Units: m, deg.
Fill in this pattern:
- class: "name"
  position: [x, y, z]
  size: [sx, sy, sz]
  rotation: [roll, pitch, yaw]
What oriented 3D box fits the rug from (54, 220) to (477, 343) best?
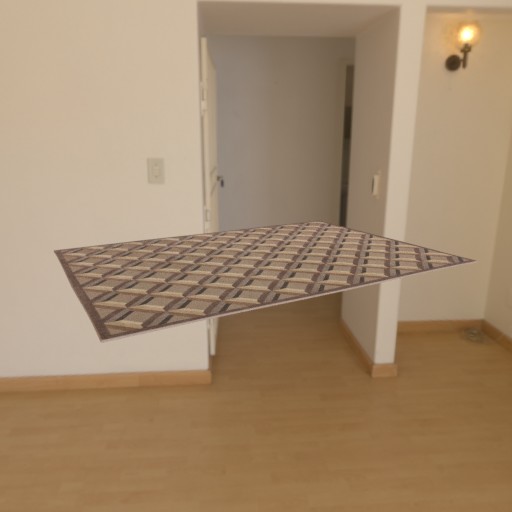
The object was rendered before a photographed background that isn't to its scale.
- class: "rug"
  position: [0.000, 0.000, 2.877]
  size: [2.260, 0.013, 1.600]
  rotation: [-8, 17, -29]
